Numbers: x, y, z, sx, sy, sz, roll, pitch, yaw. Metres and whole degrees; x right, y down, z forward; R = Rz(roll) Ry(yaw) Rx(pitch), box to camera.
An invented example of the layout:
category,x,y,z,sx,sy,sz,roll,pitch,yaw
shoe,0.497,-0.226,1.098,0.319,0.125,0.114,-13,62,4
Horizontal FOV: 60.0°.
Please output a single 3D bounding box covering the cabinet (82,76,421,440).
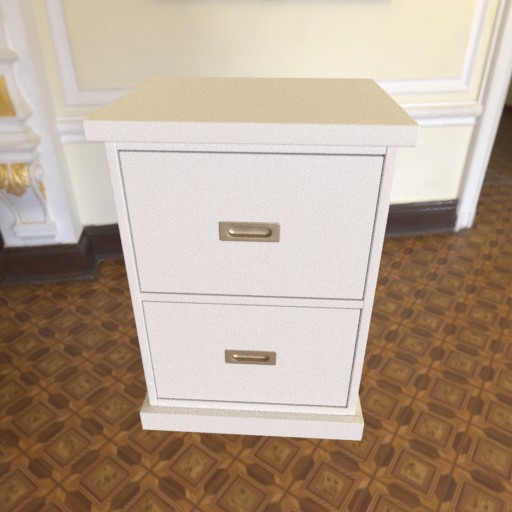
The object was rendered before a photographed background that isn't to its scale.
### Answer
category,x,y,z,sx,sy,sz,roll,pitch,yaw
cabinet,0.000,0.000,1.042,0.520,0.723,0.431,2,31,3
